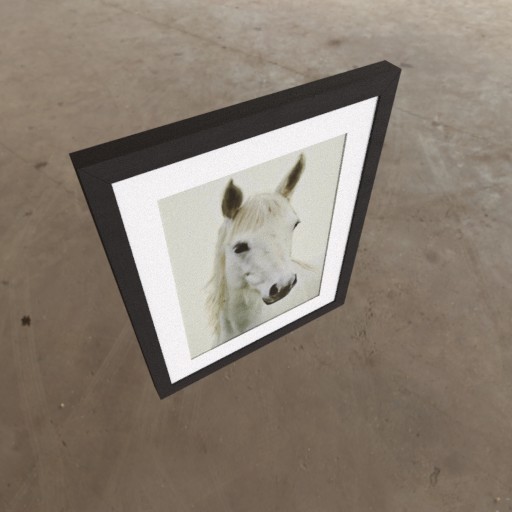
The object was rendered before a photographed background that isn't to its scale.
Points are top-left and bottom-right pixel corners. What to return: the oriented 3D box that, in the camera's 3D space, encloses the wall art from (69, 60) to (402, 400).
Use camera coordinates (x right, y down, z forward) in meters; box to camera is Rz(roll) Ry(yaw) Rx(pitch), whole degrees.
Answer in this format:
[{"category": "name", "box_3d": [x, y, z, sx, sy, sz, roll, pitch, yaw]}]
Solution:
[{"category": "wall art", "box_3d": [0.000, 0.000, 0.755, 0.455, 0.552, 0.034, -24, 52, -20]}]
